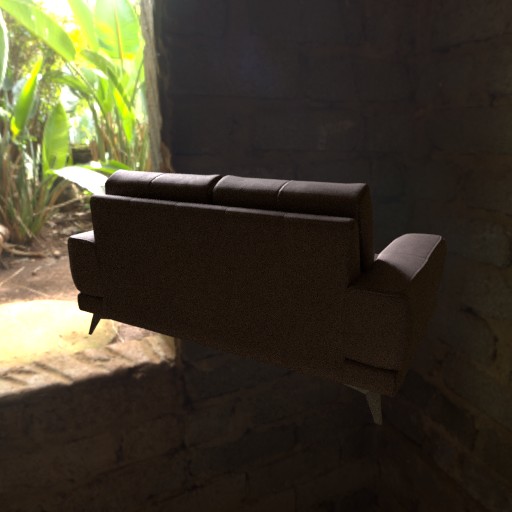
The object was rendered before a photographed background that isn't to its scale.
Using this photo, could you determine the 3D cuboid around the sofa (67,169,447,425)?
[{"bbox_3d":[0.000,0.000,2.376,1.806,0.907,1.018,9,18,28],"label":"sofa"}]
